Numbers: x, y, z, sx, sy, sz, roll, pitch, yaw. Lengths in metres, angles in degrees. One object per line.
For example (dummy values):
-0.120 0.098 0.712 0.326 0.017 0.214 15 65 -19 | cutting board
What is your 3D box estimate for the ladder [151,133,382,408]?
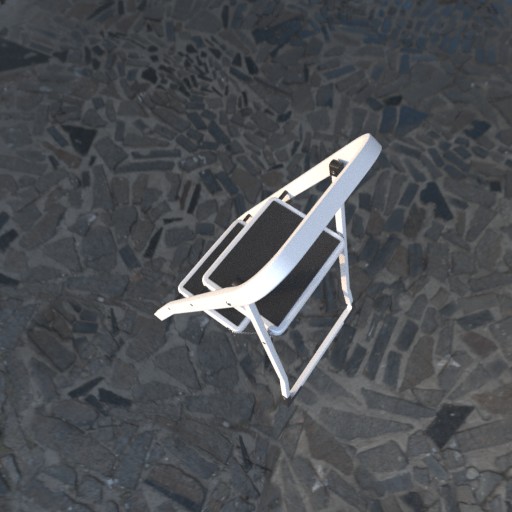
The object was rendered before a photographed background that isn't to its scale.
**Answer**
0.000 0.000 1.144 0.544 0.810 0.460 33 68 15 | ladder
